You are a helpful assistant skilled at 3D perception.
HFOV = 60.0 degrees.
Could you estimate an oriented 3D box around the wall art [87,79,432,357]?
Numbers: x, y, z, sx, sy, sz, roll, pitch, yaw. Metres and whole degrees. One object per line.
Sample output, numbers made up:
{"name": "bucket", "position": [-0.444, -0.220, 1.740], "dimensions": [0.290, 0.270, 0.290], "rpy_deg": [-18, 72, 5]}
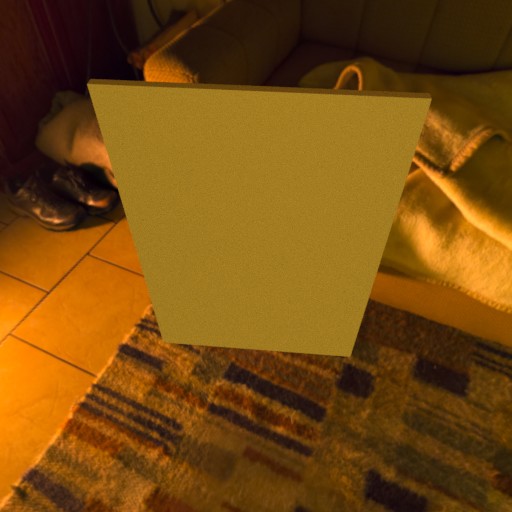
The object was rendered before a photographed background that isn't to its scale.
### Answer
{"name": "wall art", "position": [0.000, 0.000, 0.596], "dimensions": [0.325, 0.474, 0.010], "rpy_deg": [4, 48, 3]}
